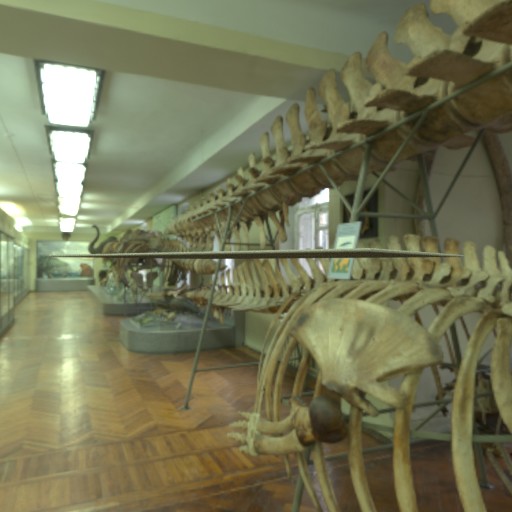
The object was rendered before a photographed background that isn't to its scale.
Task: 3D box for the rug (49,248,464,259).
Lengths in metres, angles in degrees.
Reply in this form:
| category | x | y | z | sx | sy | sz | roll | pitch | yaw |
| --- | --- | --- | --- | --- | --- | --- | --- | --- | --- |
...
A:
| category | x | y | z | sx | sy | sz | roll | pitch | yaw |
| --- | --- | --- | --- | --- | --- | --- | --- | --- | --- |
| rug | 0.000 | 0.000 | 2.914 | 2.213 | 0.014 | 1.608 | -1 | -1 | 36 |
